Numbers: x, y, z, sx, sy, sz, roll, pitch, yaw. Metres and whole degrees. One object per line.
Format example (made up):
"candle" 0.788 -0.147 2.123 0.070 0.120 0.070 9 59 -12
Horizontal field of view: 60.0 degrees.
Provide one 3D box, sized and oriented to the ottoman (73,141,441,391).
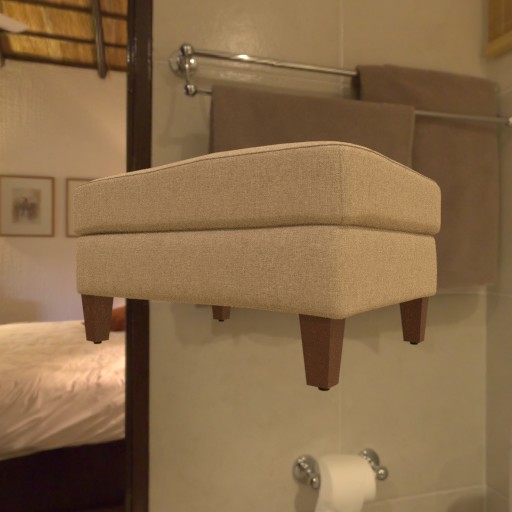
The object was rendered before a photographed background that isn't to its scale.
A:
"ottoman" 0.000 0.000 1.310 0.898 0.519 0.677 0 0 37
